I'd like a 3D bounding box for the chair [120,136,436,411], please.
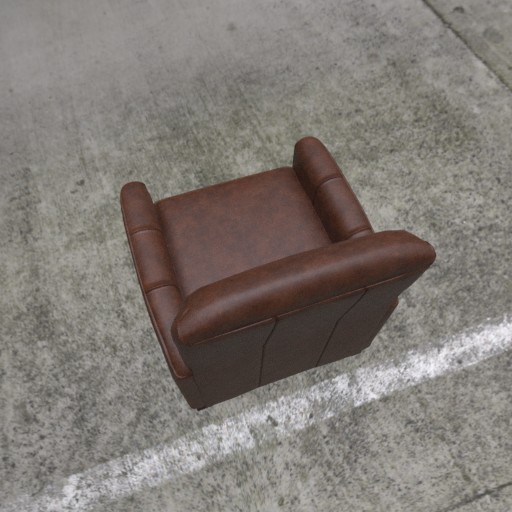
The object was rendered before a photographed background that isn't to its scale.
[{"bbox_3d":[0.000,0.000,1.615,0.839,1.010,0.850,-17,60,-10],"label":"chair"}]
